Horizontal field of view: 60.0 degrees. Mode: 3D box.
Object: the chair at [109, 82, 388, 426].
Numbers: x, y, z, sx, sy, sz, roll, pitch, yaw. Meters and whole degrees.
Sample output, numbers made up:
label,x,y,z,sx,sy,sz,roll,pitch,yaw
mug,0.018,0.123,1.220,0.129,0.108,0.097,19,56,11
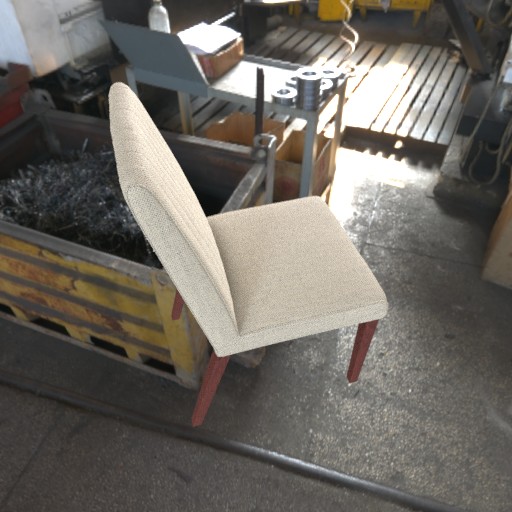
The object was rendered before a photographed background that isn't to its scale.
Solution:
label,x,y,z,sx,sy,sz,roll,pitch,yaw
chair,0.000,0.000,1.229,0.594,0.900,0.480,-12,46,-12
